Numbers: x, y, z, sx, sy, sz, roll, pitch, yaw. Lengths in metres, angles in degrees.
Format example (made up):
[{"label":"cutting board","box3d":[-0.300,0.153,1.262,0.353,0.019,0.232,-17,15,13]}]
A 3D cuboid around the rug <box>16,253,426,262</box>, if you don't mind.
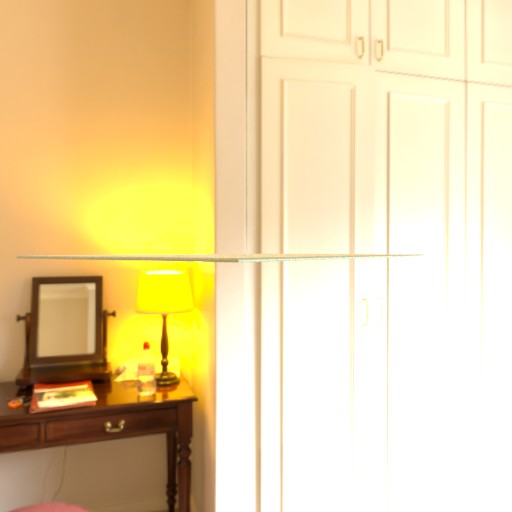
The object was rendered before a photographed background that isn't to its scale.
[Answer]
[{"label":"rug","box3d":[0.000,0.000,3.426,1.819,0.018,2.746,0,1,36]}]
